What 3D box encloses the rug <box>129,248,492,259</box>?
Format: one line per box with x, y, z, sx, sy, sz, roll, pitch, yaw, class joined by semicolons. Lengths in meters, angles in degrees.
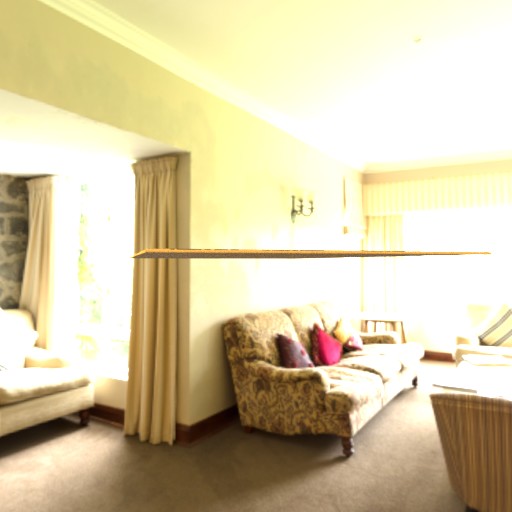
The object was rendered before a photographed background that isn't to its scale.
0.000;0.000;2.838;1.514;0.014;2.275;0;-1;-17;rug
